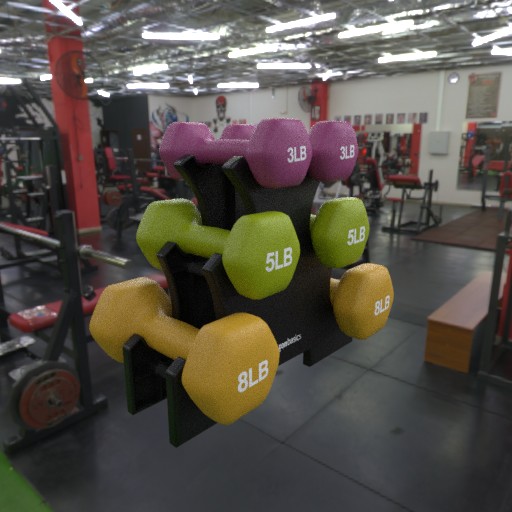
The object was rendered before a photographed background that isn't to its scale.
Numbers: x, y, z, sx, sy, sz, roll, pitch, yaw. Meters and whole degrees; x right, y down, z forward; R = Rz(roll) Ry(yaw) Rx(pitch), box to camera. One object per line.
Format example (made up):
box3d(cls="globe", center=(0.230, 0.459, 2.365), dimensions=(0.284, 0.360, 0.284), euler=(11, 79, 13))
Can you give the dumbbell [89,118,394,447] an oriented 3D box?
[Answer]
box3d(cls="dumbbell", center=(0.000, 0.000, 0.467), dimensions=(0.190, 0.271, 0.300), euler=(13, 20, 41))
